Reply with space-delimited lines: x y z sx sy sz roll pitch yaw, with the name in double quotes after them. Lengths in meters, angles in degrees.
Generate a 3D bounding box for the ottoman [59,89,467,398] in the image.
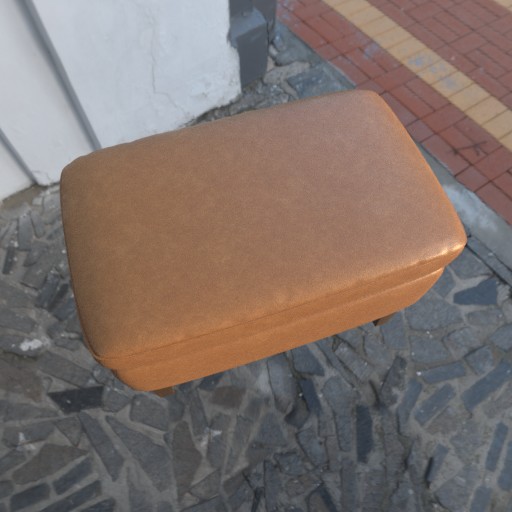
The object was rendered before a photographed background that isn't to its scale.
0.000 0.000 0.969 0.670 0.480 0.420 -16 64 -8 "ottoman"
